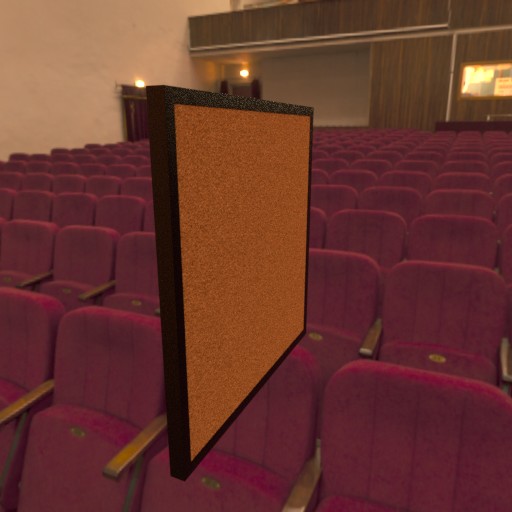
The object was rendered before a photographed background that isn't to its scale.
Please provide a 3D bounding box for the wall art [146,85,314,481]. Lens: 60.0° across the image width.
[{"bbox_3d":[0.000,0.000,1.134,0.036,0.755,0.756,7,17,24],"label":"wall art"}]
